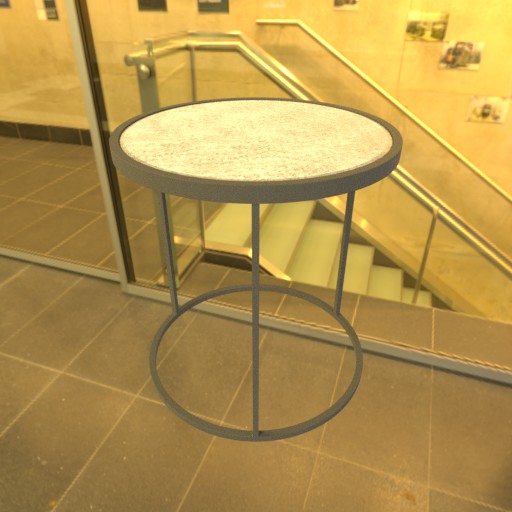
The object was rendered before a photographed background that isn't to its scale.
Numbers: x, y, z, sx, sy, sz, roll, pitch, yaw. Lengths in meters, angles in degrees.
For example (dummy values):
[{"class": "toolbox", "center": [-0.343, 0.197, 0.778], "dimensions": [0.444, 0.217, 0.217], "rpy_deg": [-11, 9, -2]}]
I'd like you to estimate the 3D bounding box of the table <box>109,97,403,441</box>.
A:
[{"class": "table", "center": [0.000, 0.000, 0.868], "dimensions": [0.470, 0.498, 0.470], "rpy_deg": [0, 32, 0]}]
